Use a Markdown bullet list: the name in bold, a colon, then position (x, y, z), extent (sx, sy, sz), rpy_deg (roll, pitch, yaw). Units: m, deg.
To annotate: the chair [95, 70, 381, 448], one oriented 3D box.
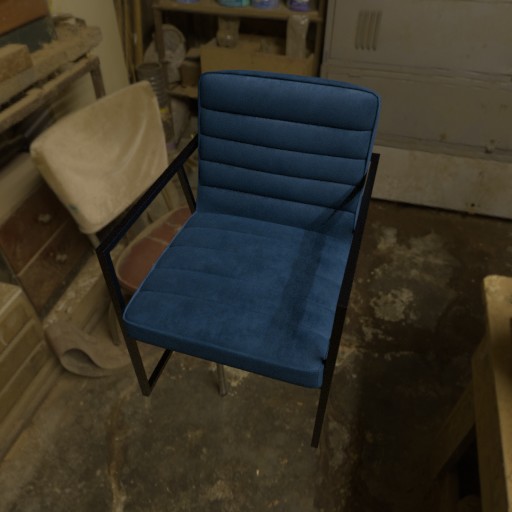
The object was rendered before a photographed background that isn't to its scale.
- **chair**: position (0.000, 0.000, 1.287), extent (0.571, 0.833, 0.677), rpy_deg (12, 44, 13)
